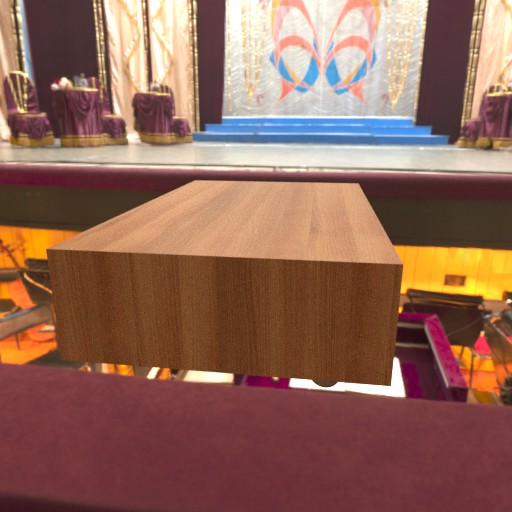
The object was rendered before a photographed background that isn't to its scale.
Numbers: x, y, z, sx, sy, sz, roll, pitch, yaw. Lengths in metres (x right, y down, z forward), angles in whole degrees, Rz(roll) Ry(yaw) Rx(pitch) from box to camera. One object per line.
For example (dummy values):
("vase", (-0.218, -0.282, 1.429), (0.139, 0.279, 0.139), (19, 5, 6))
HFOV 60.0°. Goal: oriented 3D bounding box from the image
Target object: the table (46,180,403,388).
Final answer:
("table", (0.000, 0.000, 1.419), (0.700, 0.330, 1.100), (2, 17, 8))
